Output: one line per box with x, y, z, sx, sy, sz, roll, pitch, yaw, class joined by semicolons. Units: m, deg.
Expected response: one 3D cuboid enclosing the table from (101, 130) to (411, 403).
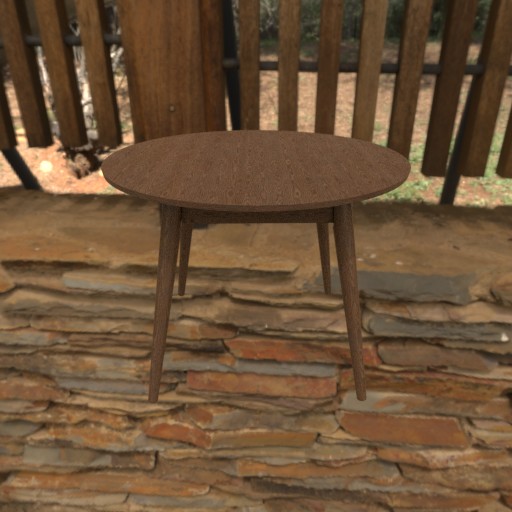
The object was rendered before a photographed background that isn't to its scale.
0.000;0.000;1.746;1.053;0.786;1.053;0;26;0;table
